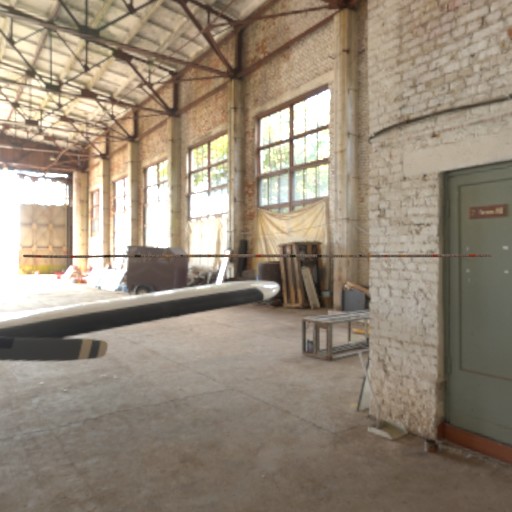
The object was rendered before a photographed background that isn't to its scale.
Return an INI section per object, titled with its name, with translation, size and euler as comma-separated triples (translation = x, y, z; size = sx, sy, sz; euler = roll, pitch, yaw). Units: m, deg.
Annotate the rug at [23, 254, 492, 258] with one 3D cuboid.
[rug]
translation = 0.000, 0.000, 2.640
size = 2.419, 0.022, 0.744
euler = 0, 0, 2
